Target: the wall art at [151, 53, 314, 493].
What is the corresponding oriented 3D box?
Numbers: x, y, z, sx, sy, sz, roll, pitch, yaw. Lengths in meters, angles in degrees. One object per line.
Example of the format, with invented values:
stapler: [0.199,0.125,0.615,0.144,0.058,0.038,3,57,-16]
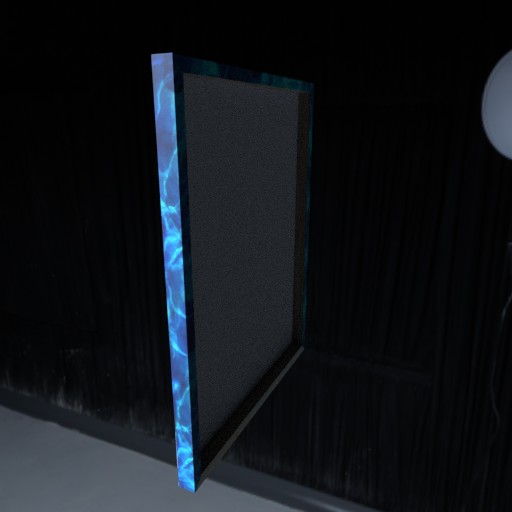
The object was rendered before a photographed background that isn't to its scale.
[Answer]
wall art: [0.000,0.000,0.993,0.038,0.760,0.609,8,19,24]
